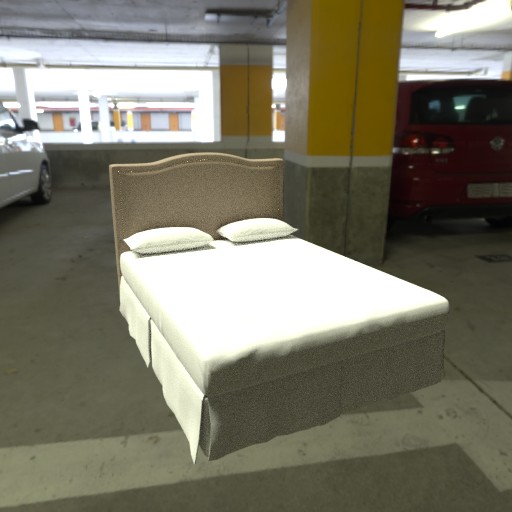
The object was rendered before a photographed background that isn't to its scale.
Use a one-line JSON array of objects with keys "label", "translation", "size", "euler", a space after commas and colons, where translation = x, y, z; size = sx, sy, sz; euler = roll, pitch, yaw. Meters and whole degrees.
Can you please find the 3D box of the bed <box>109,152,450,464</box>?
[{"label": "bed", "translation": [0.000, 0.000, 3.397], "size": [1.821, 1.436, 2.282], "euler": [-8, 18, -26]}]
